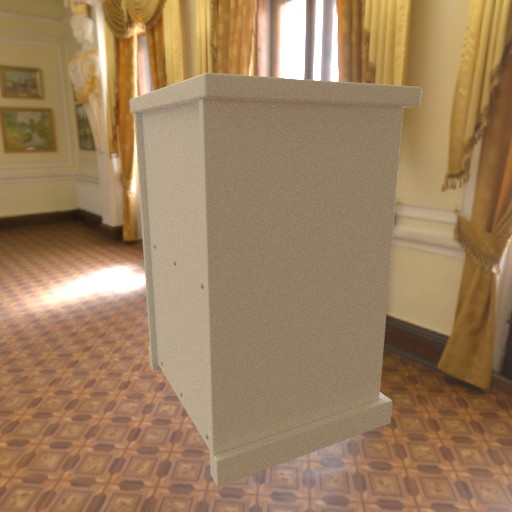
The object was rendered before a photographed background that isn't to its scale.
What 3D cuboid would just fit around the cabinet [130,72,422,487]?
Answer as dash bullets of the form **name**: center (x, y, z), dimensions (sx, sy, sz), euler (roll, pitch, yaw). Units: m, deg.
- **cabinet**: center (0.000, 0.000, 1.047), dimensions (0.431, 0.723, 0.520), euler (-8, 17, -26)
